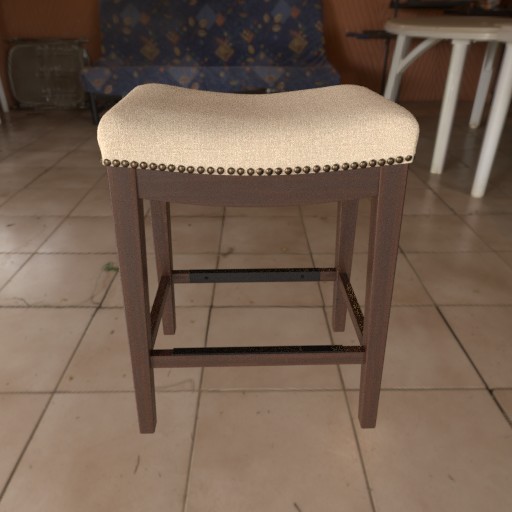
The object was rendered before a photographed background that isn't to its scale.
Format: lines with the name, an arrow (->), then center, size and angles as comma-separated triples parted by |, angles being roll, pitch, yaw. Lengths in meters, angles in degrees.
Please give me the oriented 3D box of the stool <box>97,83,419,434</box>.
stool -> 0.000, 0.000, 0.953 | 0.509, 0.669, 0.363 | -1, 29, -1
